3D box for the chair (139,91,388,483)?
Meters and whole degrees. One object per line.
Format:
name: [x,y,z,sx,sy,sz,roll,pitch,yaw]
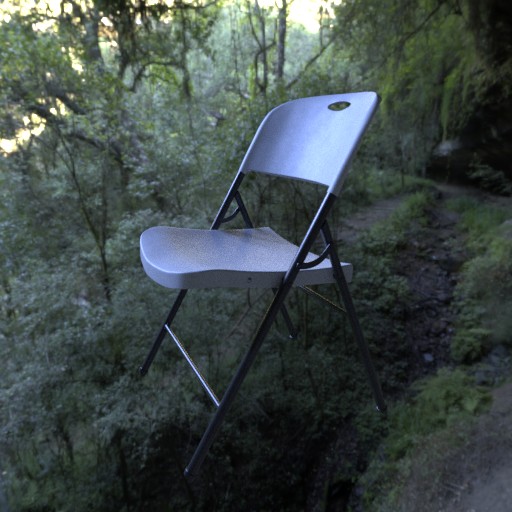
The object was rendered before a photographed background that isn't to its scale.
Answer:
chair: [0.000,0.000,1.155,0.566,0.810,0.494,-8,19,-25]
